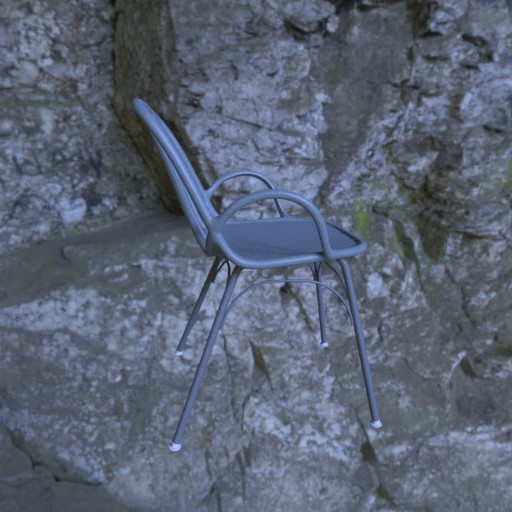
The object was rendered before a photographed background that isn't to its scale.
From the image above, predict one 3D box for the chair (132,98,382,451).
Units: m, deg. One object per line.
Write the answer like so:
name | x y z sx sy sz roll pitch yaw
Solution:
chair | 0.000 0.000 1.236 0.597 0.816 0.549 -2 16 -8
